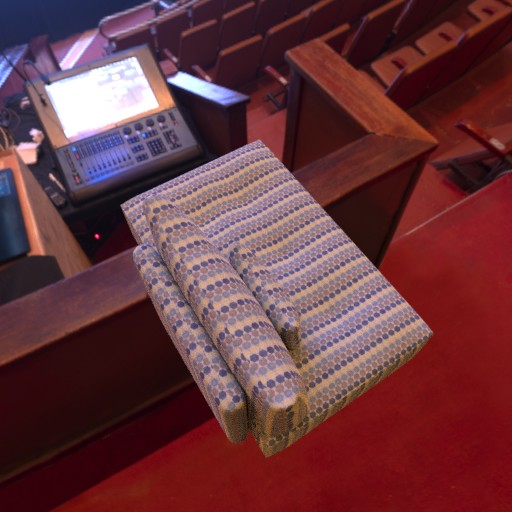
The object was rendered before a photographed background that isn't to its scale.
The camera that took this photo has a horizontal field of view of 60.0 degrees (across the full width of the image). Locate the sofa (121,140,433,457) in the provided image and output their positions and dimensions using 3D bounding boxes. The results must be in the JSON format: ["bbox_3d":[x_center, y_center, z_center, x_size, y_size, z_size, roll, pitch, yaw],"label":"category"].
[{"bbox_3d":[0.000,0.000,2.048,1.000,0.820,1.450,-29,63,-16],"label":"sofa"}]
